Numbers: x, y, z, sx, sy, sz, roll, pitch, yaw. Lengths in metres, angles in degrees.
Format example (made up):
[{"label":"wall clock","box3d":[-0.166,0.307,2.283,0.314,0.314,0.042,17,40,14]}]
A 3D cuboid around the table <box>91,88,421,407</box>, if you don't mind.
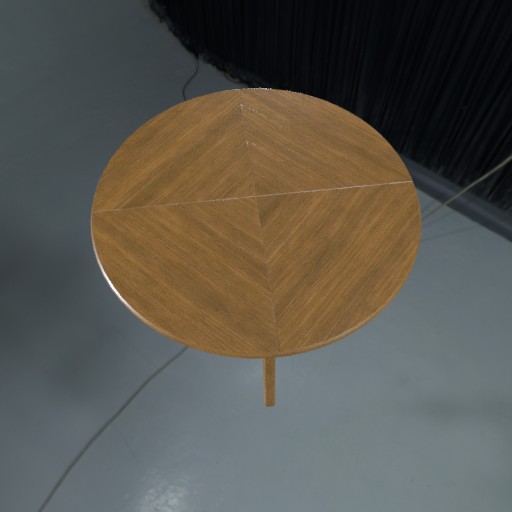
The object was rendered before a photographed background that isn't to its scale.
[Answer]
[{"label":"table","box3d":[0.000,0.000,1.753,1.055,0.757,1.055,0,59,0]}]
